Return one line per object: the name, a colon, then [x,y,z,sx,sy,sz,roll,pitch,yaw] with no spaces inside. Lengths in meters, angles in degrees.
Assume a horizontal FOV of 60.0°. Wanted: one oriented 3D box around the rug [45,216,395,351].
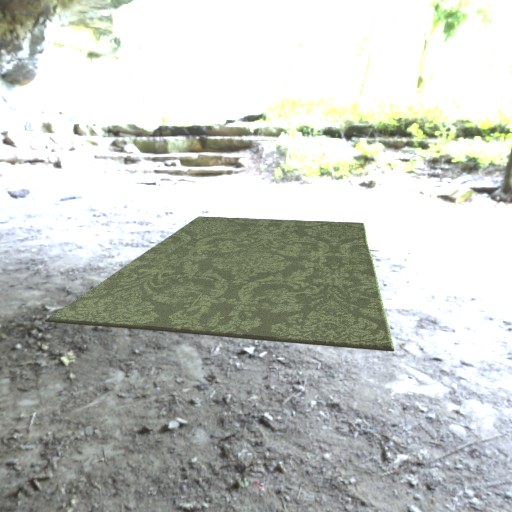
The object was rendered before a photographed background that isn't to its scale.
rug: [0.000,0.000,2.337,1.206,0.012,1.824,3,17,10]
